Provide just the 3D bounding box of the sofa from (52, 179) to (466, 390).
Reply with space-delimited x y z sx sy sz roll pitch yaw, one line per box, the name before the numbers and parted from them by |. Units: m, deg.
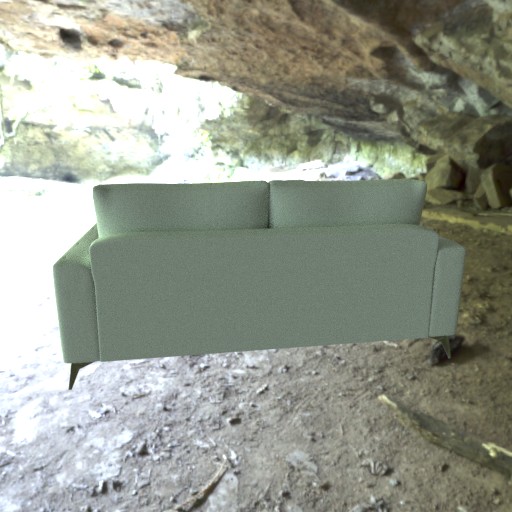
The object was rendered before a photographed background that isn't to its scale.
sofa | 0.000 0.000 2.177 1.650 0.790 0.920 -2 15 -9
